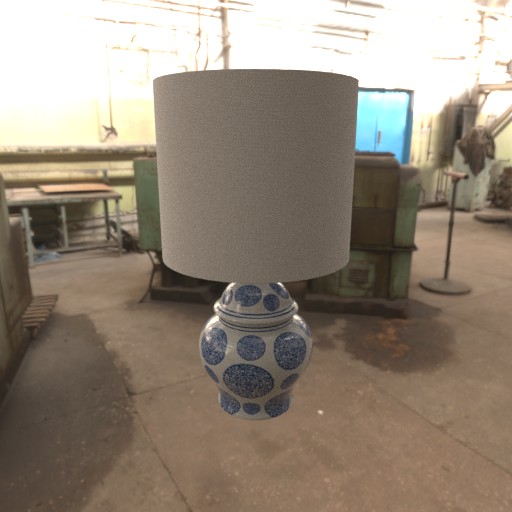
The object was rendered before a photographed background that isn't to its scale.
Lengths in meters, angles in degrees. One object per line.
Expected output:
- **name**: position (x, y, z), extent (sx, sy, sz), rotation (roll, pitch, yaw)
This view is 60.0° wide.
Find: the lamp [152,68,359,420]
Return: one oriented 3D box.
- **lamp**: position (0.000, 0.000, 0.521), extent (0.215, 0.381, 0.215), rotation (-8, 17, -27)
